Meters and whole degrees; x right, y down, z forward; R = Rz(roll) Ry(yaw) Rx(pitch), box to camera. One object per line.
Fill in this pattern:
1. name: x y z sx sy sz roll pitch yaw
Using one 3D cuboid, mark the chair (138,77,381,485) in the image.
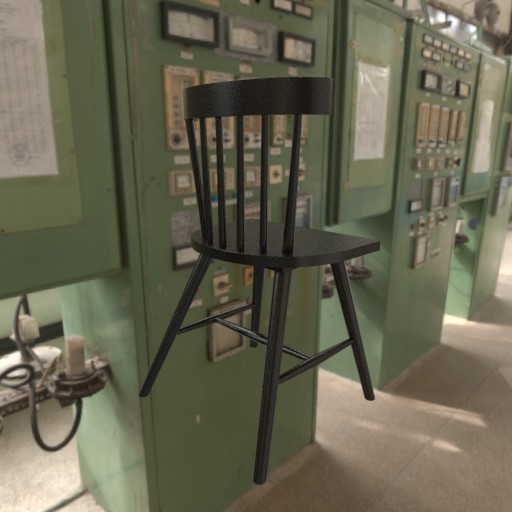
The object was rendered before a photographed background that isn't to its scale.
1. chair: 0.000 0.000 1.182 0.483 0.844 0.506 -14 20 -43
